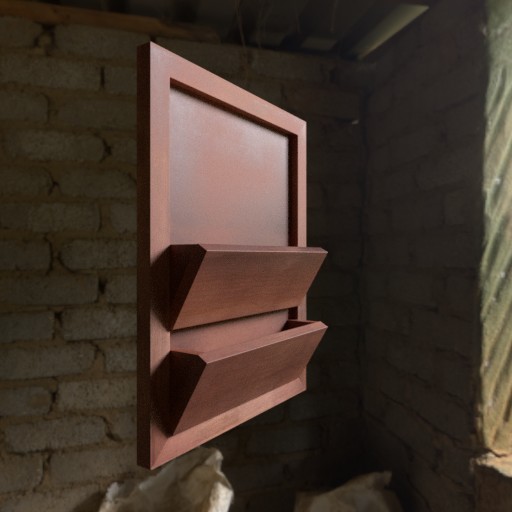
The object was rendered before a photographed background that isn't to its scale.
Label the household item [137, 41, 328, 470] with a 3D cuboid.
[{"bbox_3d":[0.000,0.000,0.538,0.067,0.407,0.310,0,0,35],"label":"household item"}]
